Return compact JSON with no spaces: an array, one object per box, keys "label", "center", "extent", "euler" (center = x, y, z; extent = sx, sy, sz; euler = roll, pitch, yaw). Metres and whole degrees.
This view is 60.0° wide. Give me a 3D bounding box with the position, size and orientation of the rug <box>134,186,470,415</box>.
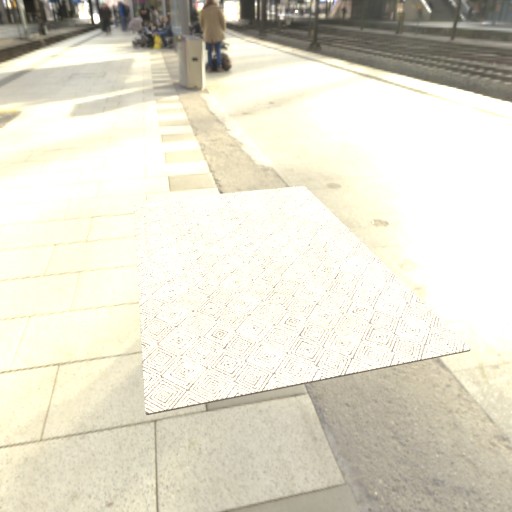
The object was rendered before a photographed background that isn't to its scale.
[{"label":"rug","center":[0.000,0.000,2.258],"extent":[1.175,0.008,1.783],"euler":[-7,30,-13]}]
